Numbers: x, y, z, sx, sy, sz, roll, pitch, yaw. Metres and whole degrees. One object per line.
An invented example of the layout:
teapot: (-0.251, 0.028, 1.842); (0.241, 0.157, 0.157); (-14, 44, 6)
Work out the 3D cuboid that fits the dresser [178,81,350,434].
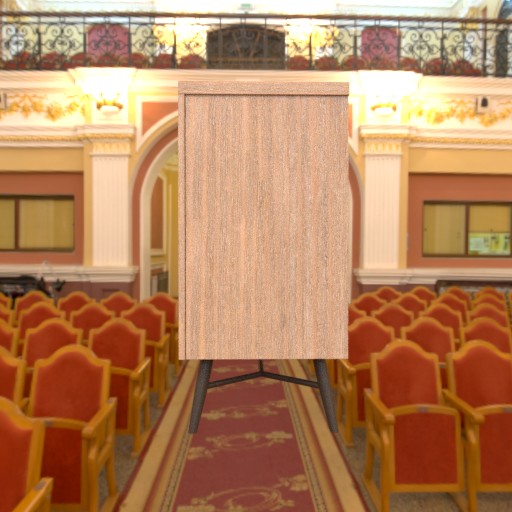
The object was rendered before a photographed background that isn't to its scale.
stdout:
dresser: (0.000, 0.000, 1.903); (0.457, 0.914, 1.524); (0, 1, -1)
